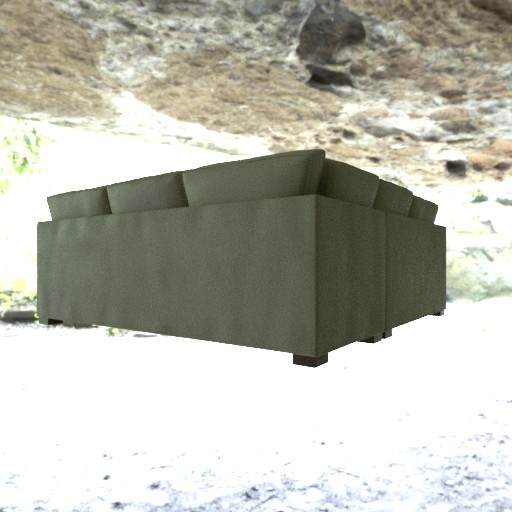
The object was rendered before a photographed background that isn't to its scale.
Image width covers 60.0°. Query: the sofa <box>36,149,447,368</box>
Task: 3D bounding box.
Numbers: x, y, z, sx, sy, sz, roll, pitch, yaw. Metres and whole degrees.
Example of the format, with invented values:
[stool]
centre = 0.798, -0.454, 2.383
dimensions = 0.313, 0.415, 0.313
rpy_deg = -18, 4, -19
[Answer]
[sofa]
centre = 0.000, 0.000, 3.293
dimensions = 2.189, 0.939, 2.182
rpy_deg = 0, -1, 36
